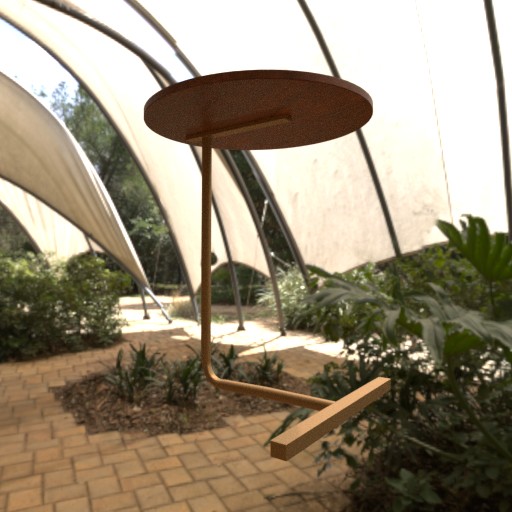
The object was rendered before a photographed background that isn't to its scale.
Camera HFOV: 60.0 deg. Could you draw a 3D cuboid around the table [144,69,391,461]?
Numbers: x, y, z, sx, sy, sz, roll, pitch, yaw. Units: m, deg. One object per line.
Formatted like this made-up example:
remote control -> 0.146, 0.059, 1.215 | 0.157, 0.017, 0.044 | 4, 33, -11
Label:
table -> 0.000, 0.000, 1.115 | 0.577, 0.706, 0.530 | 0, -1, 36
